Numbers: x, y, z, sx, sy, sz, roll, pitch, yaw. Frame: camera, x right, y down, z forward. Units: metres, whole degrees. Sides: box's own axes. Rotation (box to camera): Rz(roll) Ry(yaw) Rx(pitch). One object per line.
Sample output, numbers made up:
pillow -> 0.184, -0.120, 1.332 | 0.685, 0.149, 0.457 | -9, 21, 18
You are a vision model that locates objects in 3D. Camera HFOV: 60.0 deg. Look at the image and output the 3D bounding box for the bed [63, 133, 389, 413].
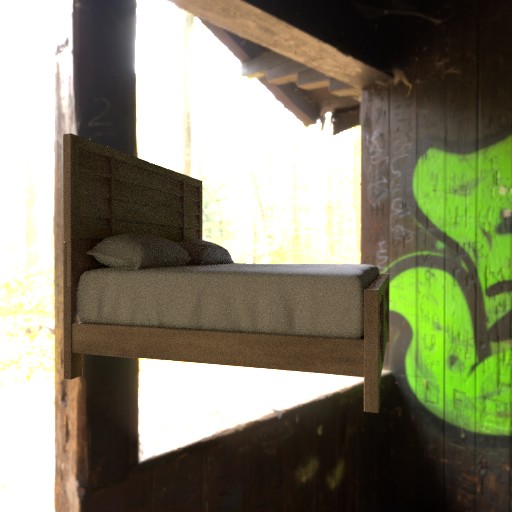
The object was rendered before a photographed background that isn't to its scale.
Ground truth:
bed -> 0.000, 0.000, 3.586 | 2.032, 1.626, 2.032 | 0, 0, 18
